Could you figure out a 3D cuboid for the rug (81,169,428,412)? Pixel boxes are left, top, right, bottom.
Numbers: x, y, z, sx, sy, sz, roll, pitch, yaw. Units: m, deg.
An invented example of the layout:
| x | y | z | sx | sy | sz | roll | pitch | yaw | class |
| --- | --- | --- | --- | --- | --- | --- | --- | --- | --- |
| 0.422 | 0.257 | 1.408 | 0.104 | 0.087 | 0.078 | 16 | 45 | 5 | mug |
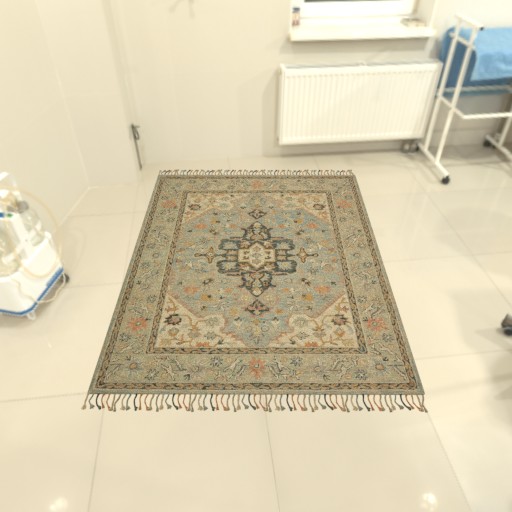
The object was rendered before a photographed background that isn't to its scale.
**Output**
| x | y | z | sx | sy | sz | roll | pitch | yaw | class |
| --- | --- | --- | --- | --- | --- | --- | --- | --- | --- |
| 0.000 | 0.000 | 2.266 | 1.278 | 0.009 | 1.730 | 0 | 41 | 0 | rug |
